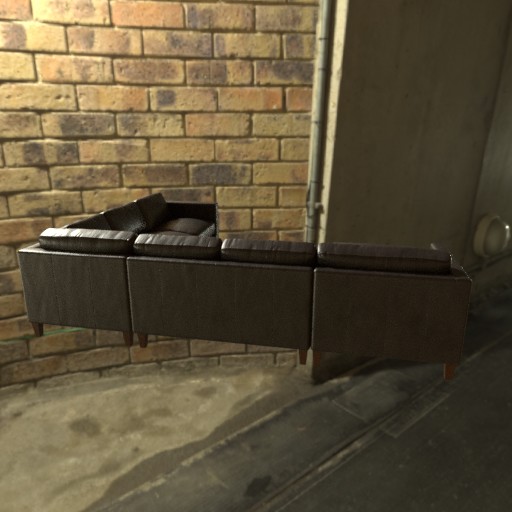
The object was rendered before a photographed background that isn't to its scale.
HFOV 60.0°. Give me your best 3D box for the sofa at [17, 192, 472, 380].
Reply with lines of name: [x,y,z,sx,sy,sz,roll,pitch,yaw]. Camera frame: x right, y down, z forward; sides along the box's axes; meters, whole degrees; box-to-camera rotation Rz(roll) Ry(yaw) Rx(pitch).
sofa: [0.000,0.000,4.362,3.324,0.891,2.452,3,17,11]
